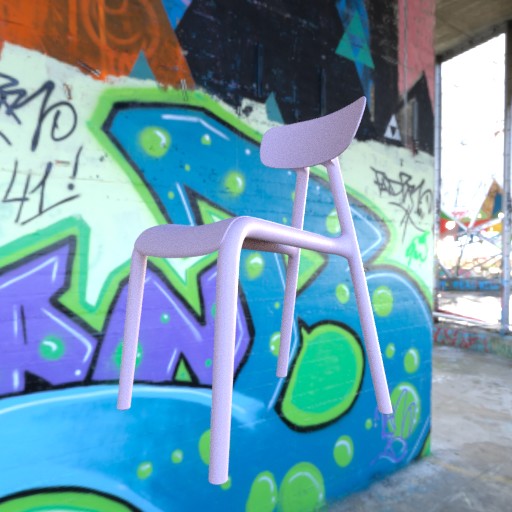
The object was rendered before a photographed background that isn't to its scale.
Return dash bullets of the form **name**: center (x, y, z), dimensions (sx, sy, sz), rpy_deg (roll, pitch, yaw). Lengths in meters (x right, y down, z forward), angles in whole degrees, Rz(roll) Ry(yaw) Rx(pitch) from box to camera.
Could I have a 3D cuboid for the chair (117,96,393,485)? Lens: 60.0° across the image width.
- **chair**: center (0.000, 0.000, 0.817), dimensions (0.401, 0.580, 0.356), rpy_deg (-1, 1, -37)
